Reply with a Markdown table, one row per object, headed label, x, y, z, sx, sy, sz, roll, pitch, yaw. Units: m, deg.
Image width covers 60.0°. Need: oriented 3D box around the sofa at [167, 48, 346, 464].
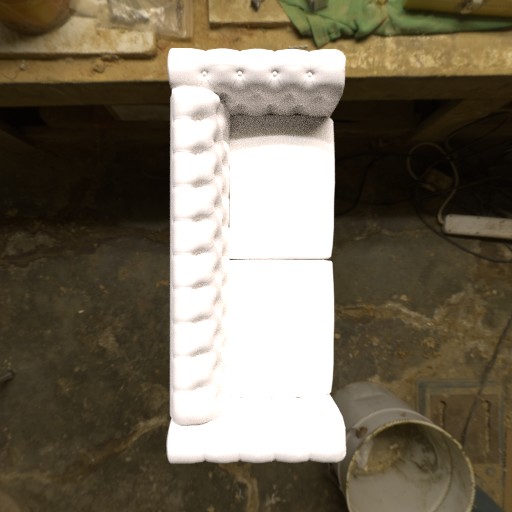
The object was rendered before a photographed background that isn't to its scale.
| label | x | y | z | sx | sy | sz | roll | pitch | yaw |
| --- | --- | --- | --- | --- | --- | --- | --- | --- | --- |
| sofa | 0.000 | 0.000 | 2.241 | 0.771 | 0.796 | 1.798 | 0 | 90 | -1 |
